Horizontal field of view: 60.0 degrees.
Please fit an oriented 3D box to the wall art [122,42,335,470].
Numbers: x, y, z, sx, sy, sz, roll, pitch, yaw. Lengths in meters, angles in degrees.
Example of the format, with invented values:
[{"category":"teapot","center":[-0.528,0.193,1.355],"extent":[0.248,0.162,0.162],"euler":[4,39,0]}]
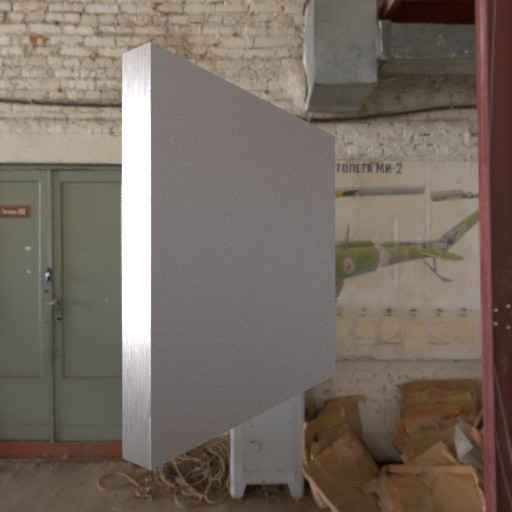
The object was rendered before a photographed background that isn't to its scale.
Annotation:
[{"category":"wall art","center":[0.000,0.000,0.515],"extent":[0.038,0.350,0.350],"euler":[0,0,35]}]
